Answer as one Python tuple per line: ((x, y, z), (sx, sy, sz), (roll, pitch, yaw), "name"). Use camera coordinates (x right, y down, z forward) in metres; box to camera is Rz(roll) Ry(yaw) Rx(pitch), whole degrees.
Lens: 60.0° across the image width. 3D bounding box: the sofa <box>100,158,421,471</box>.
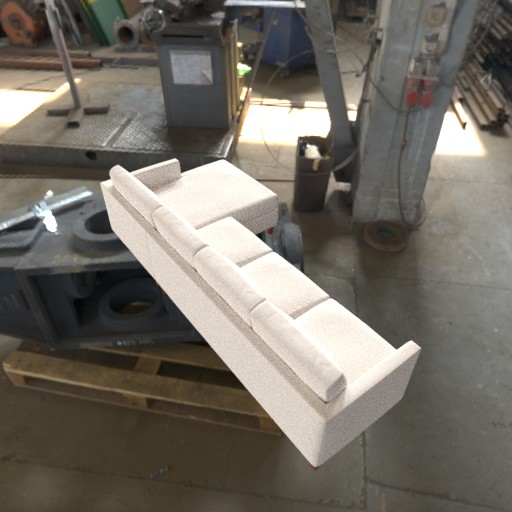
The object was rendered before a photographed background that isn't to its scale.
((0.000, 0.000, 4.212), (1.606, 0.954, 3.471), (-26, 47, -27), "sofa")
